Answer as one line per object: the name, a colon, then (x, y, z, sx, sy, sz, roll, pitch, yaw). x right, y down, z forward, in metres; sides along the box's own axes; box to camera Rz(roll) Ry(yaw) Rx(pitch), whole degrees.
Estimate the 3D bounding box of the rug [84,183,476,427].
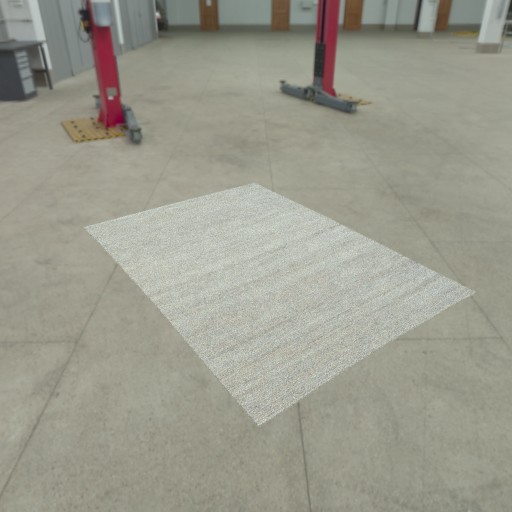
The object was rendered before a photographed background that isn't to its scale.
rug: (0.000, 0.000, 3.013, 1.624, 0.030, 2.264, -20, 36, -31)
